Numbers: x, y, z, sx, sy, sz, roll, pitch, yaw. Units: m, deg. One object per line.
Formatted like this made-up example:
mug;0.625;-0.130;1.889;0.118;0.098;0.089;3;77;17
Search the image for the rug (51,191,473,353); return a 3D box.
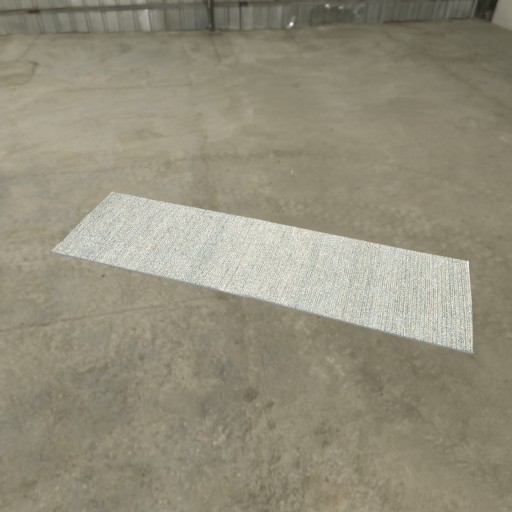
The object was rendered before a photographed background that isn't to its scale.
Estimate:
rug;0.000;0.000;2.562;2.341;0.037;0.675;12;42;14
